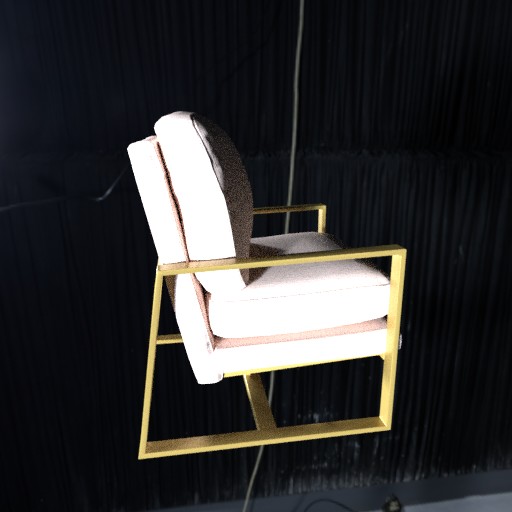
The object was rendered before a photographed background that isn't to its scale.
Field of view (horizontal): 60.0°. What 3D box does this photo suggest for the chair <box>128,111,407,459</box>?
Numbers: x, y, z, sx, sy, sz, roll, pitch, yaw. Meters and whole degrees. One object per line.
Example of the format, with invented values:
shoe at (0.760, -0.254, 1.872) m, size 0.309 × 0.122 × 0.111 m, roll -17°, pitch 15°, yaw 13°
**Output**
chair at (0.000, 0.000, 1.556) m, size 0.813 × 0.956 × 0.758 m, roll -3°, pitch 17°, yaw -9°
